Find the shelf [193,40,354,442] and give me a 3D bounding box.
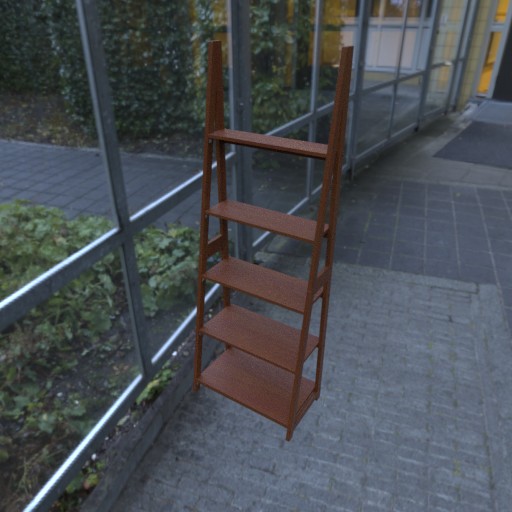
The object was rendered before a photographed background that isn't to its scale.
[{"bbox_3d":[0.000,0.000,2.070,0.630,1.780,0.356,17,33,28],"label":"shelf"}]
